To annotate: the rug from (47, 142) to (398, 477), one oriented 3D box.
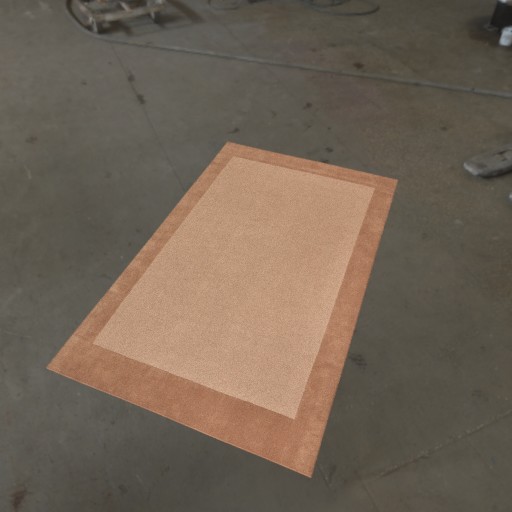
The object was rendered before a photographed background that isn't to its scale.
[{"bbox_3d":[0.000,0.000,3.028,1.524,0.014,2.438,16,49,15],"label":"rug"}]
